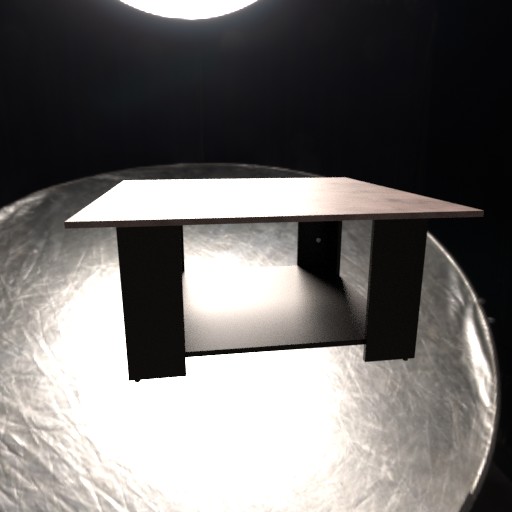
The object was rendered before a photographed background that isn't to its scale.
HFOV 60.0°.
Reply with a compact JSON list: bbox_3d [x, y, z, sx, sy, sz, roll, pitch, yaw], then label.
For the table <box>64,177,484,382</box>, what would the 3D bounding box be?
[{"bbox_3d":[0.000,0.000,1.052,0.670,0.305,0.670,-2,15,-9],"label":"table"}]
